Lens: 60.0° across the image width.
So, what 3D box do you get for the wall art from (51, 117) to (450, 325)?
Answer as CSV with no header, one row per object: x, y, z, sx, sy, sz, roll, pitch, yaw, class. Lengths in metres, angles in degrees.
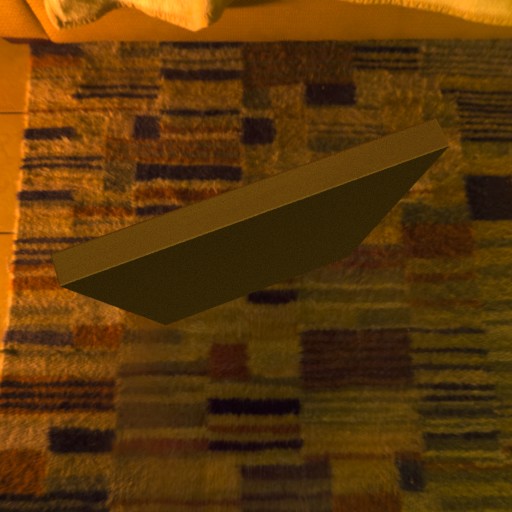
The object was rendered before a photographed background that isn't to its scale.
0.000,0.000,0.820,0.489,0.608,0.040,-20,78,-5,wall art
